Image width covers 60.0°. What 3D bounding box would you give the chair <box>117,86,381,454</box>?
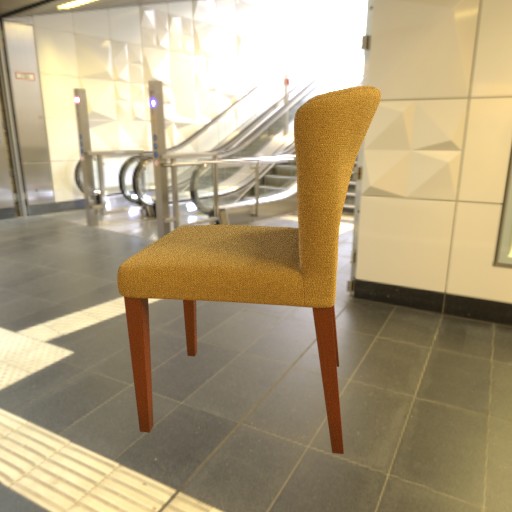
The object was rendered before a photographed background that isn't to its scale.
[{"bbox_3d":[0.000,0.000,1.189,0.589,0.839,0.491,2,16,8],"label":"chair"}]
